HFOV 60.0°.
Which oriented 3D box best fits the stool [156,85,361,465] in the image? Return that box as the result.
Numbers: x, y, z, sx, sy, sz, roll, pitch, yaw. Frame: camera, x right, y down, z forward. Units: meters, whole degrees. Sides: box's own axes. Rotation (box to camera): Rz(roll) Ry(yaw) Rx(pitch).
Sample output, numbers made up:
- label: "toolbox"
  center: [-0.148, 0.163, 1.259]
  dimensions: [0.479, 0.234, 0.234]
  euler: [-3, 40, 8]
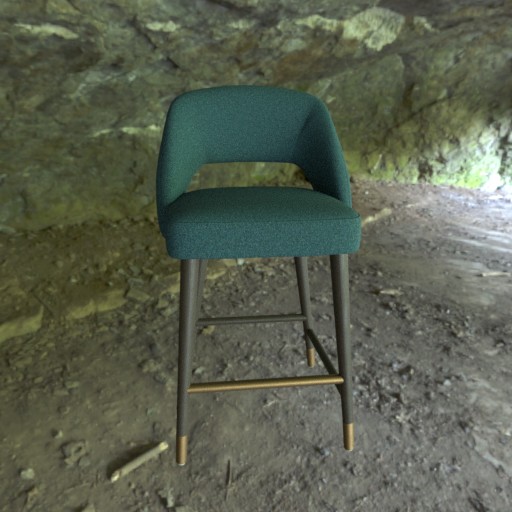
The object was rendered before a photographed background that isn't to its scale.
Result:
- label: "stool"
  center: [0.000, 0.000, 1.253]
  dimensions: [0.536, 0.939, 0.522]
  euler: [-2, 17, -6]
